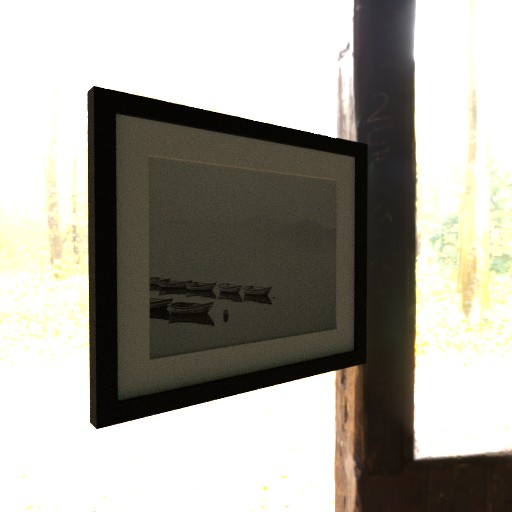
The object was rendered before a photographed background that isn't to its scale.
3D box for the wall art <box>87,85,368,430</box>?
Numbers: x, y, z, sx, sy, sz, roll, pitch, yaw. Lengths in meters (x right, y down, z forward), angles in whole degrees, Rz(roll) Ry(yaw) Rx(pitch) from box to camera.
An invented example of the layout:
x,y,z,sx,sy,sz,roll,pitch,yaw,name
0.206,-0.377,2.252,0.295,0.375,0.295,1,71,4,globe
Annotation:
x,y,z,sx,sy,sz,roll,pitch,yaw,name
0.000,0.000,0.763,0.554,0.454,0.030,-1,2,-37,wall art
